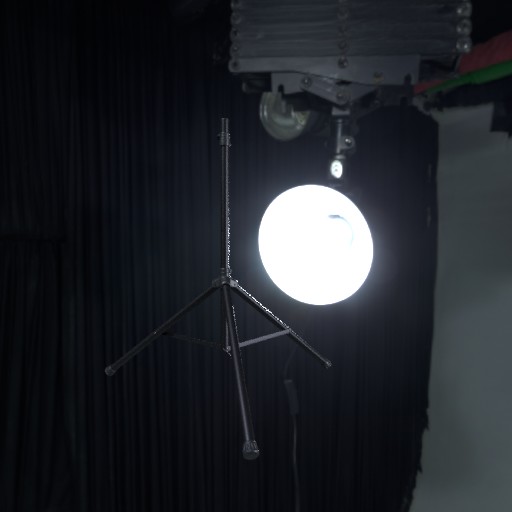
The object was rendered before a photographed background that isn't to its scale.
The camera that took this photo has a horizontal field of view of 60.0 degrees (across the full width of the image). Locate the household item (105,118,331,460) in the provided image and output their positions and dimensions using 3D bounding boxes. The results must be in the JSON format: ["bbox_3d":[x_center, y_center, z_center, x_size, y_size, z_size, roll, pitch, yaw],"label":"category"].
[{"bbox_3d":[0.000,0.000,2.719,1.339,1.595,1.596,0,0,-37],"label":"household item"}]
